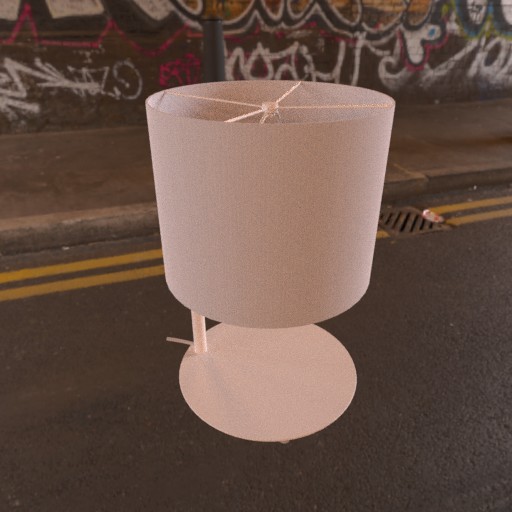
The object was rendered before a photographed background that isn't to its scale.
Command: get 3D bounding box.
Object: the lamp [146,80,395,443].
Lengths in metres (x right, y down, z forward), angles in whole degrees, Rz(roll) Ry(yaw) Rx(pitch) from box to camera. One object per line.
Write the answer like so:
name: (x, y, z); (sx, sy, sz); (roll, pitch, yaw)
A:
lamp: (0.000, 0.000, 0.661); (0.341, 0.454, 0.299); (10, 30, 17)
